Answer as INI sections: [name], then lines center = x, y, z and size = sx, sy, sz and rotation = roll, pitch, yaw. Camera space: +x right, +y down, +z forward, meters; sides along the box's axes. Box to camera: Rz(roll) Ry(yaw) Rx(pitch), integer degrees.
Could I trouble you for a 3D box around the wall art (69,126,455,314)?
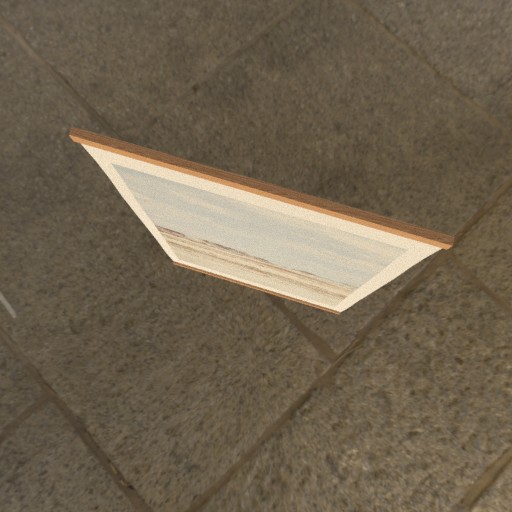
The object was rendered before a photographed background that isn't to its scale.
[wall art]
center = 0.000, 0.000, 1.858
size = 1.011, 1.521, 0.025
rotation = 17, 77, 4
